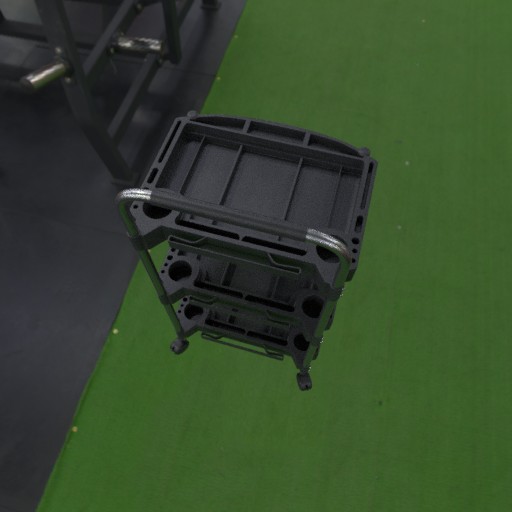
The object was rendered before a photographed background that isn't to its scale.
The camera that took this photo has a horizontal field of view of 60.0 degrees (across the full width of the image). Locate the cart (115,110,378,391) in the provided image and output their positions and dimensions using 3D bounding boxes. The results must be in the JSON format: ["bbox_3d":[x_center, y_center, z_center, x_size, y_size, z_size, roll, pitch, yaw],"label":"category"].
[{"bbox_3d":[0.000,0.000,1.413,0.584,1.075,0.518,14,63,7],"label":"cart"}]
